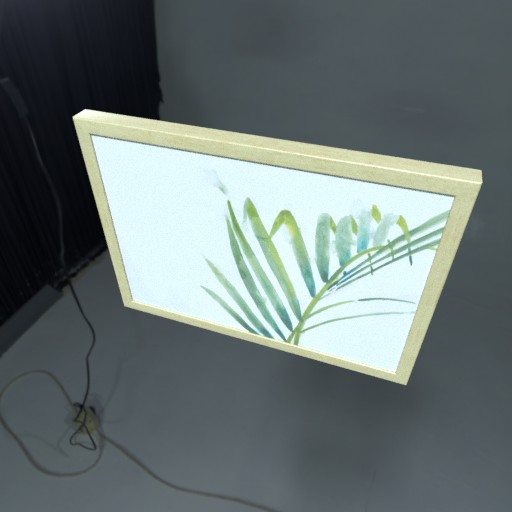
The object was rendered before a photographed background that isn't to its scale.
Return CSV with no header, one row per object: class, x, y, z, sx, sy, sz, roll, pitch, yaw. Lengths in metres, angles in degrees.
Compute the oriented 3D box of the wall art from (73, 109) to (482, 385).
wall art,0.000,0.000,0.683,0.533,0.381,0.032,13,42,15
